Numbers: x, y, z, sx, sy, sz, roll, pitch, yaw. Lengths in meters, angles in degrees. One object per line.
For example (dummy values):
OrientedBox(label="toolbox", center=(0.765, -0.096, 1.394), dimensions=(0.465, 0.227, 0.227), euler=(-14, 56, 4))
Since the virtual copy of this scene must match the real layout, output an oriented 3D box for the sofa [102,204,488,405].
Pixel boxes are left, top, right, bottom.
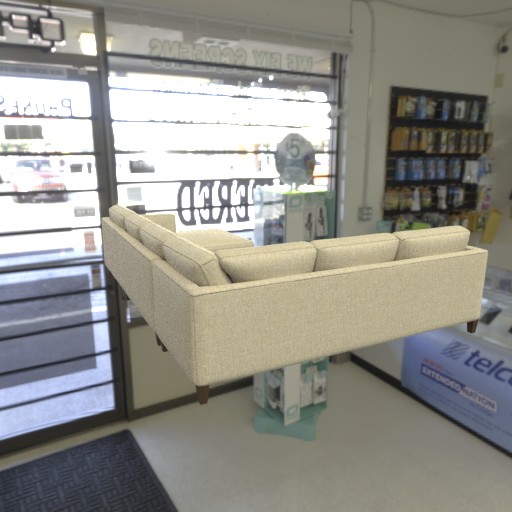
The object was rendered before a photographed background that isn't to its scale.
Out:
OrientedBox(label="sofa", center=(0.000, 0.000, 4.526), dimensions=(2.551, 0.889, 3.403), euler=(-6, 14, -26))
